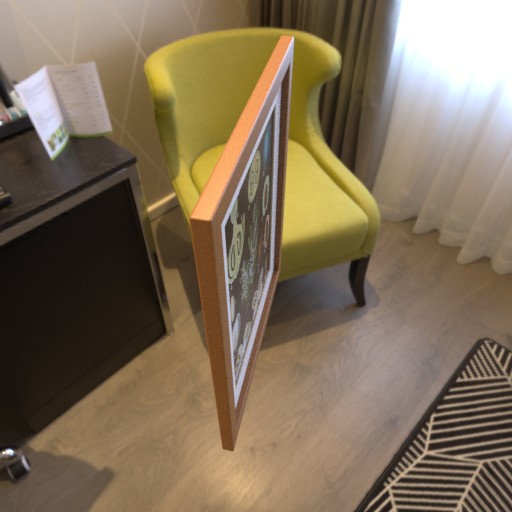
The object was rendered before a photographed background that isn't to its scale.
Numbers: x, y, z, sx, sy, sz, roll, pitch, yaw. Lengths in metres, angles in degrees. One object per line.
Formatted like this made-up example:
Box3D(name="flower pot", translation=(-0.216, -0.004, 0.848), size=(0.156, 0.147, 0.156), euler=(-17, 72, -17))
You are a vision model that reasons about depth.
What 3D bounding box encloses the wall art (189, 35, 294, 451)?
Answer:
Box3D(name="wall art", translation=(0.000, 0.000, 0.515), size=(0.015, 0.379, 0.310), euler=(9, 47, 9))
